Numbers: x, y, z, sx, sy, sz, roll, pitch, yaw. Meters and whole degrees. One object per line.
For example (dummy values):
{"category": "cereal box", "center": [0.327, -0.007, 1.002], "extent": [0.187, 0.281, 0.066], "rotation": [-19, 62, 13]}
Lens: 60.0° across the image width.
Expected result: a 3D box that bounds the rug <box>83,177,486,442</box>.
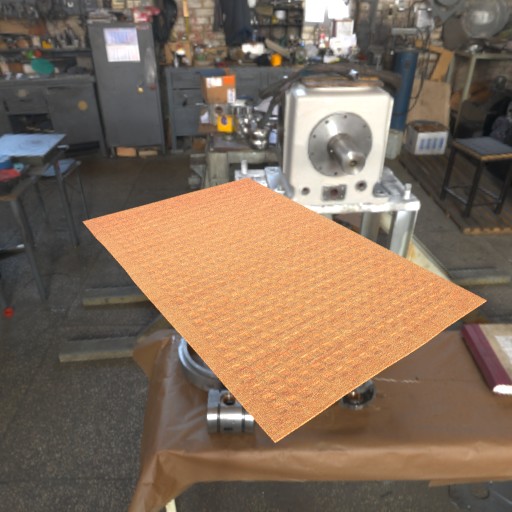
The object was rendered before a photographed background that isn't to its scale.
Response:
{"category": "rug", "center": [0.000, 0.000, 2.180], "extent": [1.143, 0.006, 1.747], "rotation": [-21, 37, -30]}
